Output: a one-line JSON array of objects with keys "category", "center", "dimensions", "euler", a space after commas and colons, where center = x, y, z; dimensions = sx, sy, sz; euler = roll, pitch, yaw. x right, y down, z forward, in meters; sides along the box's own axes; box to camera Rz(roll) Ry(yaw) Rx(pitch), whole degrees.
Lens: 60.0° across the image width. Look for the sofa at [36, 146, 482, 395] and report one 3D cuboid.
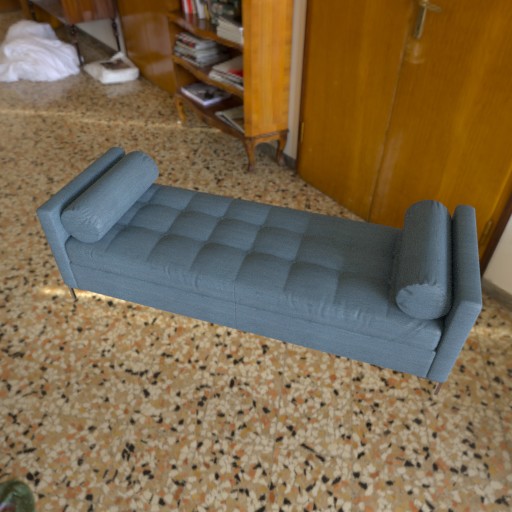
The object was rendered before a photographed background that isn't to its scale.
[{"category": "sofa", "center": [0.000, 0.000, 2.298], "dimensions": [1.981, 0.635, 0.686], "euler": [12, 43, 14]}]
